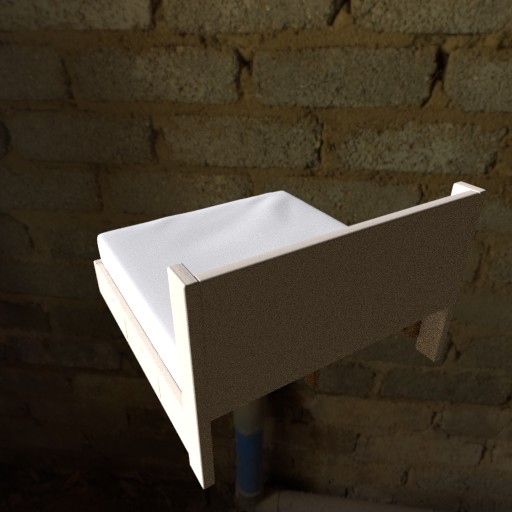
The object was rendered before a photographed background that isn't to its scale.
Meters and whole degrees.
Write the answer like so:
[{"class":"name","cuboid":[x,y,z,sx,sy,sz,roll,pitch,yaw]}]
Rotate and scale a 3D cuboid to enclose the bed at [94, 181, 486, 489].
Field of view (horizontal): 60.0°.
[{"class":"bed","cuboid":[0.000,0.000,3.602,2.145,1.471,2.293,-17,34,-27]}]
